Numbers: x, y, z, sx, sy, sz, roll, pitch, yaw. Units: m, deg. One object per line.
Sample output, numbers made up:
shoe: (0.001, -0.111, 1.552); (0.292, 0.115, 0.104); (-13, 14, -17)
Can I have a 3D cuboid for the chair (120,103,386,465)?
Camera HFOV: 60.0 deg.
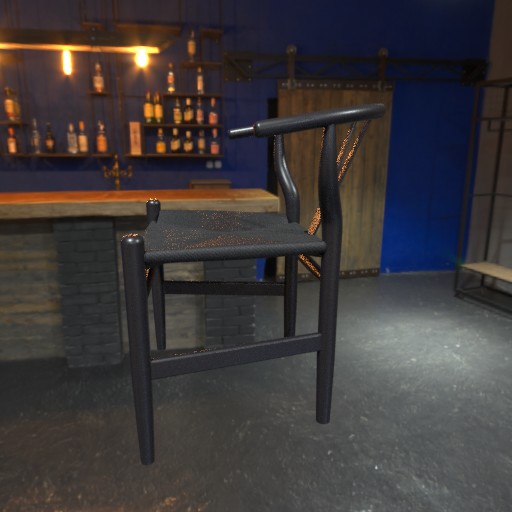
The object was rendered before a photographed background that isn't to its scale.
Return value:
chair: (0.000, 0.000, 1.127); (0.579, 0.730, 0.569); (-2, 15, -8)
